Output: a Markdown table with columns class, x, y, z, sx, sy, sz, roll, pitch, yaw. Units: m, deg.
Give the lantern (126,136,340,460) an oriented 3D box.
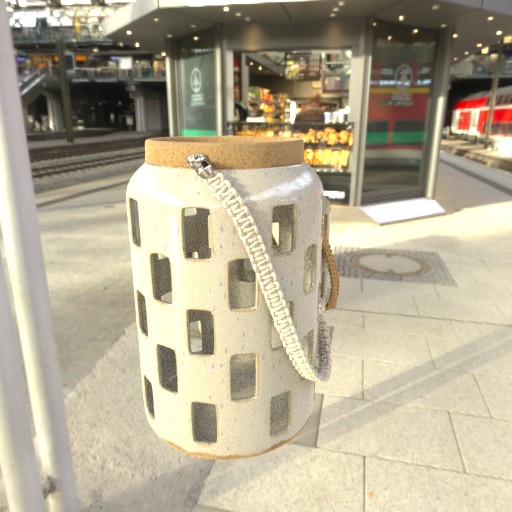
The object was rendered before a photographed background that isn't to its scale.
| class | x | y | z | sx | sy | sz | roll | pitch | yaw |
| --- | --- | --- | --- | --- | --- | --- | --- | --- | --- |
| lantern | 0.000 | 0.000 | 0.484 | 0.184 | 0.255 | 0.347 | 3 | 18 | 11 |
